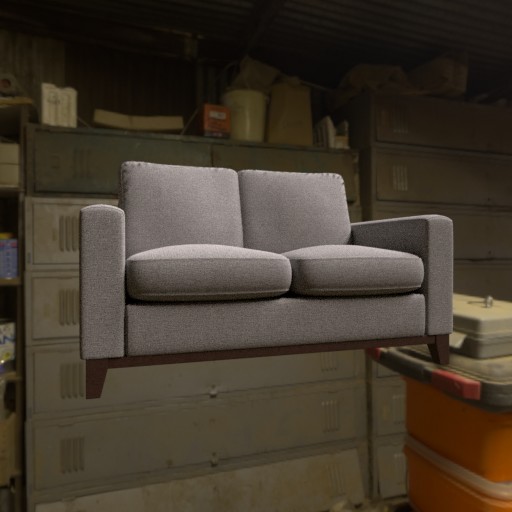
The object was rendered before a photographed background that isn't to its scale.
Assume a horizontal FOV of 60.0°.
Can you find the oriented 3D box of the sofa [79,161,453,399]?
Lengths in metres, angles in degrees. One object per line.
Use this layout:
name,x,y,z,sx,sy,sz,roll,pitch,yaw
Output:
sofa,0.000,0.000,1.978,1.420,0.873,0.917,0,1,-18
